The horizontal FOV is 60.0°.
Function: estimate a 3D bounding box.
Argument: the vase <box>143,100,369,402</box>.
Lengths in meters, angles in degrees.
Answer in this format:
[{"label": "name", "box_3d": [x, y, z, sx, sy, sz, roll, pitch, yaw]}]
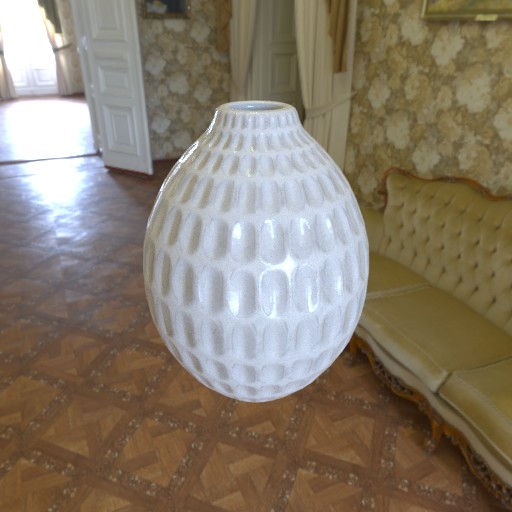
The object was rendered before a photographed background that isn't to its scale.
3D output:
[{"label": "vase", "box_3d": [0.000, 0.000, 0.257, 0.128, 0.167, 0.128, 0, 27, 0]}]
